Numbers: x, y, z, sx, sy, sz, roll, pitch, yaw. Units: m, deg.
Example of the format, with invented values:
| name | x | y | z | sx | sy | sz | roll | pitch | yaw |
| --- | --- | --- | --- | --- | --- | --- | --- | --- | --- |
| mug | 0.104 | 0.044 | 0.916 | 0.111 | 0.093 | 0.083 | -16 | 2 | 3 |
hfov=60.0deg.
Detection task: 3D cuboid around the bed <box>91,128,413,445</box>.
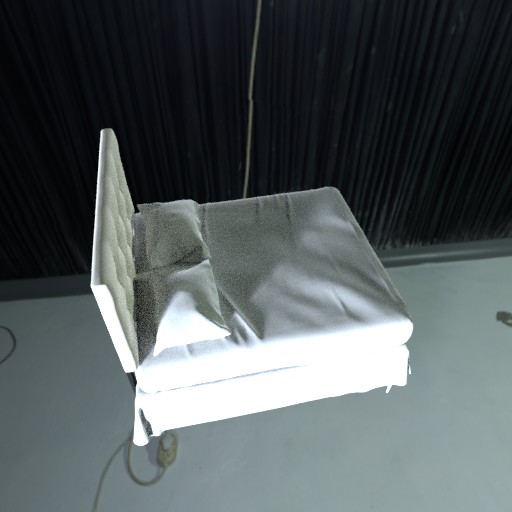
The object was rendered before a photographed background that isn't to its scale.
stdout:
| name | x | y | z | sx | sy | sz | roll | pitch | yaw |
| --- | --- | --- | --- | --- | --- | --- | --- | --- | --- |
| bed | 0.000 | 0.000 | 3.489 | 2.222 | 1.577 | 1.936 | -9 | 46 | -9 |
